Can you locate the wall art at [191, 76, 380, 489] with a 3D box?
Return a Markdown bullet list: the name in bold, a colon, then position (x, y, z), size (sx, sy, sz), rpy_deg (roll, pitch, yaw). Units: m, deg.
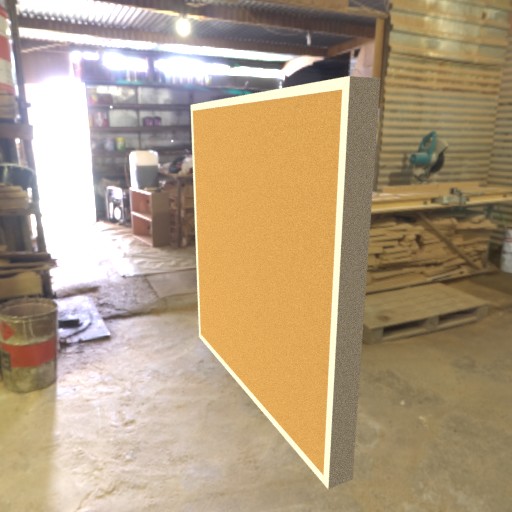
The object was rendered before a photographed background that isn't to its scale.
- **wall art**: position (0.000, 0.000, 0.746), size (0.040, 0.509, 0.509), rpy_deg (-7, 17, -25)
